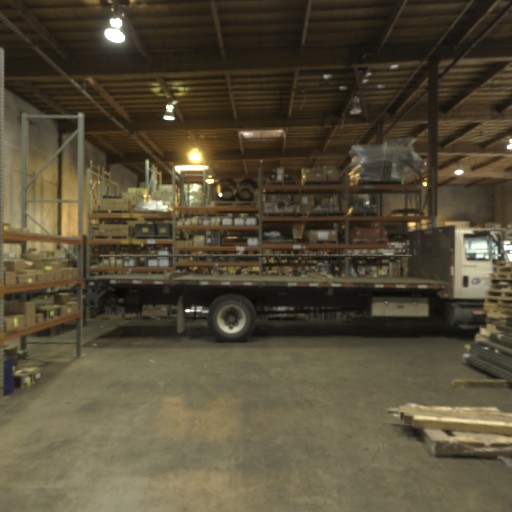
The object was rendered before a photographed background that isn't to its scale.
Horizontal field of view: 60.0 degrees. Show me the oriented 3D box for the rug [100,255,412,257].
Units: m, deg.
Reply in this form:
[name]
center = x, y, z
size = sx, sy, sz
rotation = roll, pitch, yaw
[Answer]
[rug]
center = 0.000, 0.000, 2.403
size = 1.598, 0.010, 1.598
rotation = 0, 0, 0
